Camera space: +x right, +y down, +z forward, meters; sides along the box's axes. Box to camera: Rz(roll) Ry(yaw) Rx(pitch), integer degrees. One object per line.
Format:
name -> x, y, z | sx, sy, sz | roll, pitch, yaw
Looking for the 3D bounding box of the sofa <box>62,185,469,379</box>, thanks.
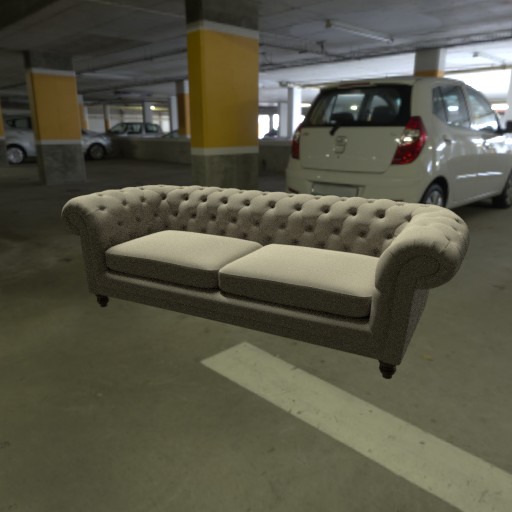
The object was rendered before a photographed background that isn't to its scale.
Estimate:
sofa -> 0.000, 0.000, 2.822 | 2.411, 0.749, 0.991 | 8, 18, 27
